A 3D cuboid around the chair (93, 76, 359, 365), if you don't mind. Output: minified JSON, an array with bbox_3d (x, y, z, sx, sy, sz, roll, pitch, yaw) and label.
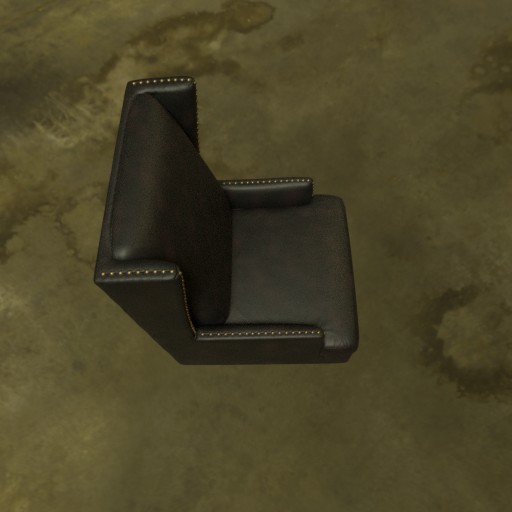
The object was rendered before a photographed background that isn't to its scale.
[{"bbox_3d":[0.000,0.000,1.710,0.799,1.142,0.703,0,64,0],"label":"chair"}]
